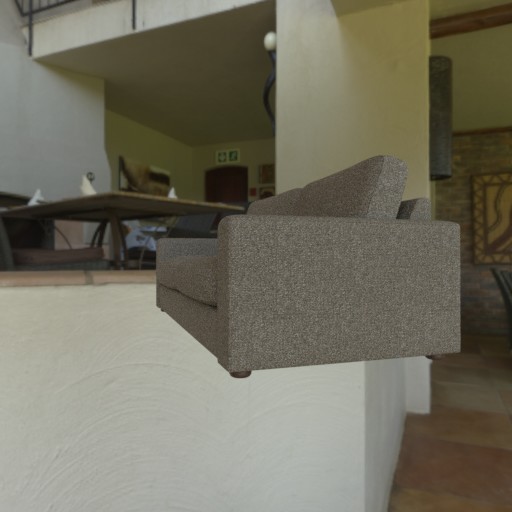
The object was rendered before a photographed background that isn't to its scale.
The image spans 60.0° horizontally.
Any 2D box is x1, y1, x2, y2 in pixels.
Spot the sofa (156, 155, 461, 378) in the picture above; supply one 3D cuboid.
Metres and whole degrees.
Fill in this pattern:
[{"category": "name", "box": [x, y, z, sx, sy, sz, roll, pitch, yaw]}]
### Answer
[{"category": "sofa", "box": [0.000, 0.000, 2.655, 1.016, 0.873, 2.179, 0, 0, -19]}]
